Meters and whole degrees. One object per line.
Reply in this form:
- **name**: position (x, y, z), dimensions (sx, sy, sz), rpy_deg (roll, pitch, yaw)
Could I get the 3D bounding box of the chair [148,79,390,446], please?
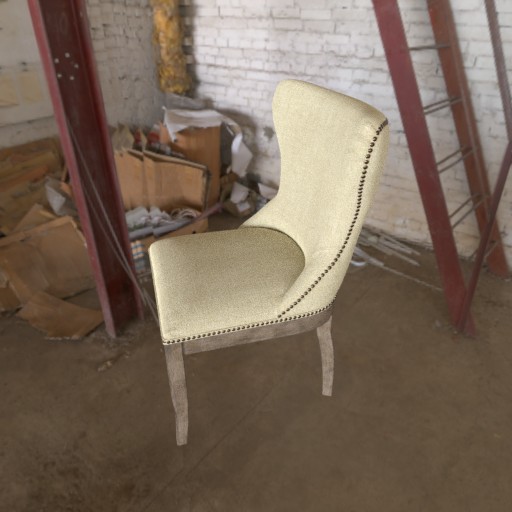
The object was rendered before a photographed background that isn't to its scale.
- **chair**: position (0.000, 0.000, 1.465), dimensions (0.681, 1.002, 0.654), rpy_deg (-8, 31, -14)
